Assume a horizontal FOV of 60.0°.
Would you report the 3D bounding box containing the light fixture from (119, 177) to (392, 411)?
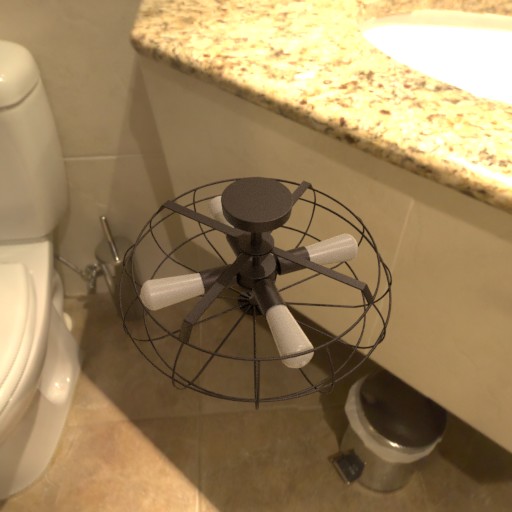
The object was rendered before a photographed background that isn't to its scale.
[{"bbox_3d":[0.000,0.000,0.921,0.582,0.311,0.582,0,47,0],"label":"light fixture"}]
